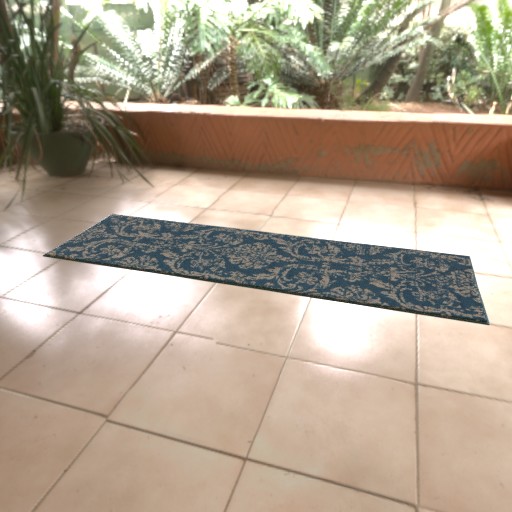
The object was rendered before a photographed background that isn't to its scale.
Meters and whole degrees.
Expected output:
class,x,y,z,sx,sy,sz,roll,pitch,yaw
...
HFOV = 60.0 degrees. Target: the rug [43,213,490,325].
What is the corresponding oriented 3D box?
class,x,y,z,sx,sy,sz,roll,pitch,yaw
rug,0.000,0.000,2.375,2.196,0.011,0.662,8,27,15
